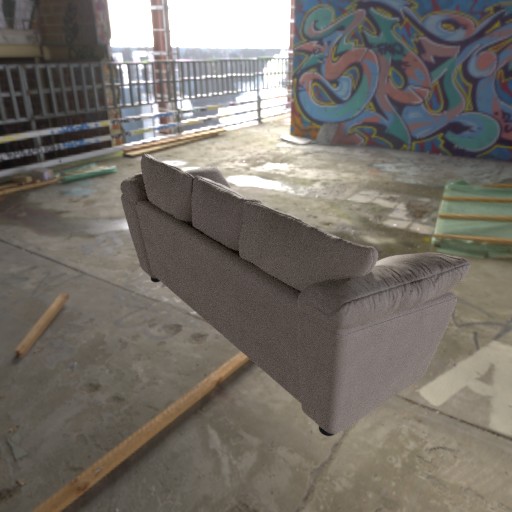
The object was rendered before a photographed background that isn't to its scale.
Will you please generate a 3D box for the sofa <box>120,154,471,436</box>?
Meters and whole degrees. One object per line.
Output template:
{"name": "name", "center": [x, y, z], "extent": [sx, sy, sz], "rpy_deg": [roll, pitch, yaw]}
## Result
{"name": "sofa", "center": [0.000, 0.000, 2.814], "extent": [0.878, 0.996, 2.334], "rpy_deg": [-18, 30, -33]}
